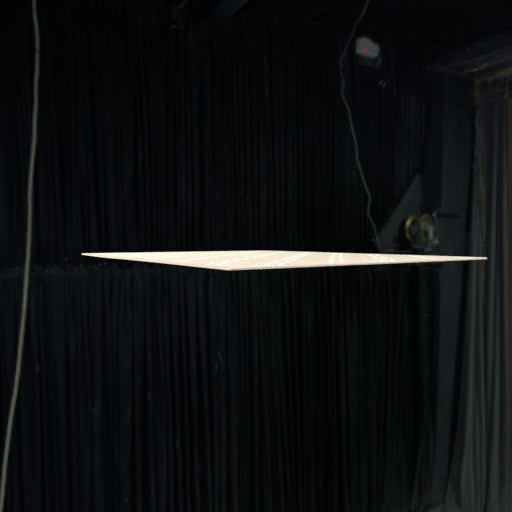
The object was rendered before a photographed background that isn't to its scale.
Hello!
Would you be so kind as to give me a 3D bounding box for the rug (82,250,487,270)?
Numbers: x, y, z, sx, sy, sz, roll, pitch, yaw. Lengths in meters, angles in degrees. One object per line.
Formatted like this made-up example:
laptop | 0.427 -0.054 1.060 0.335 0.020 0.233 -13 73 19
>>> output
rug | 0.000 0.000 3.918 2.288 0.018 2.895 -1 2 -34
